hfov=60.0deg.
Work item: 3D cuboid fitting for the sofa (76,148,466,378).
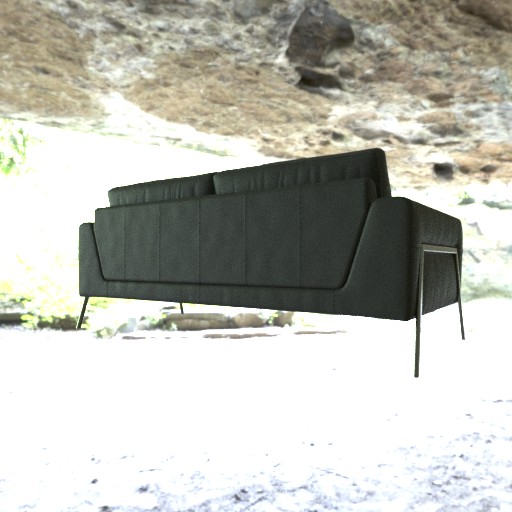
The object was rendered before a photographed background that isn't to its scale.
[{"bbox_3d":[0.000,0.000,2.506,2.017,0.875,0.953,0,-1,35],"label":"sofa"}]
